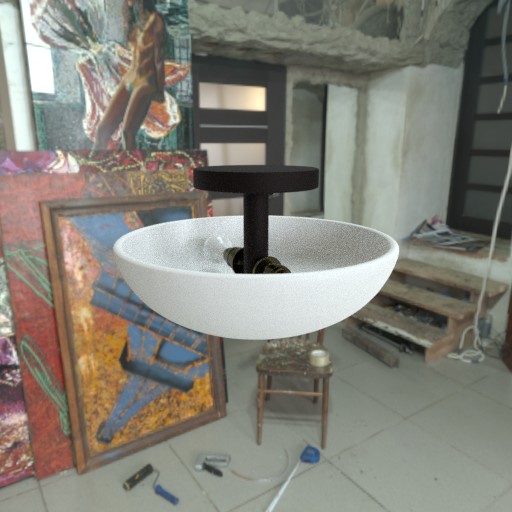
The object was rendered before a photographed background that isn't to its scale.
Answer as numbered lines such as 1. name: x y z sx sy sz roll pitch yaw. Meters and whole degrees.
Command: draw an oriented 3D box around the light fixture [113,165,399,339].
1. light fixture: 0.000 0.000 0.542 0.331 0.212 0.331 0 14 0
